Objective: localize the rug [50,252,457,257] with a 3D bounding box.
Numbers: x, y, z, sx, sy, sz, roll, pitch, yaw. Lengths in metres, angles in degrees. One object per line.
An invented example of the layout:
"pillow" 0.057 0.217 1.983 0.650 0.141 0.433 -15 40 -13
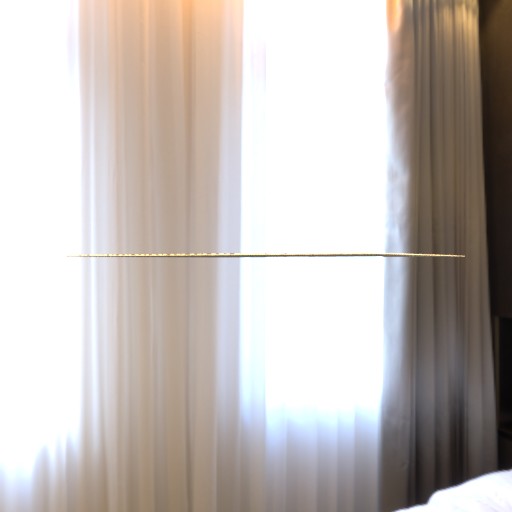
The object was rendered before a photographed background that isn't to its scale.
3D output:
"rug" 0.000 0.000 2.037 1.556 0.006 1.146 0 -1 36
